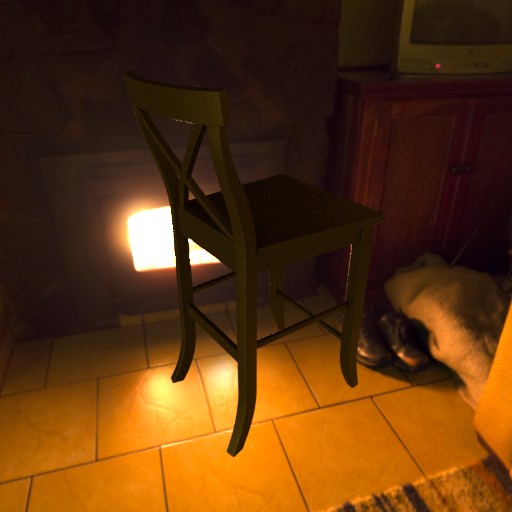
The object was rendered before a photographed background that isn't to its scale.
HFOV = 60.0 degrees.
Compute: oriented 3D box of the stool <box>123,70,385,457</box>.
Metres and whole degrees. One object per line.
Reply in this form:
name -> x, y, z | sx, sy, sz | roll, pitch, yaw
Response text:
stool -> 0.000, 0.000, 1.284 | 0.559, 0.989, 0.452 | -19, 33, -31
